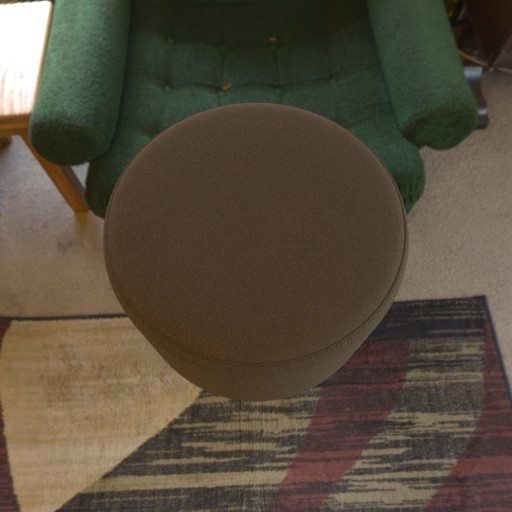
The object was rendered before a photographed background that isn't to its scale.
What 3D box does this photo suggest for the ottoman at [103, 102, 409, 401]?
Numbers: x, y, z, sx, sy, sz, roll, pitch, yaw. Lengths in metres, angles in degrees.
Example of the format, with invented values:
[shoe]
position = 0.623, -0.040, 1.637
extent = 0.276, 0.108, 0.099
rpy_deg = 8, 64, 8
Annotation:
[ottoman]
position = 0.000, 0.000, 1.027
extent = 0.608, 0.433, 0.608
rpy_deg = 0, 65, 0
